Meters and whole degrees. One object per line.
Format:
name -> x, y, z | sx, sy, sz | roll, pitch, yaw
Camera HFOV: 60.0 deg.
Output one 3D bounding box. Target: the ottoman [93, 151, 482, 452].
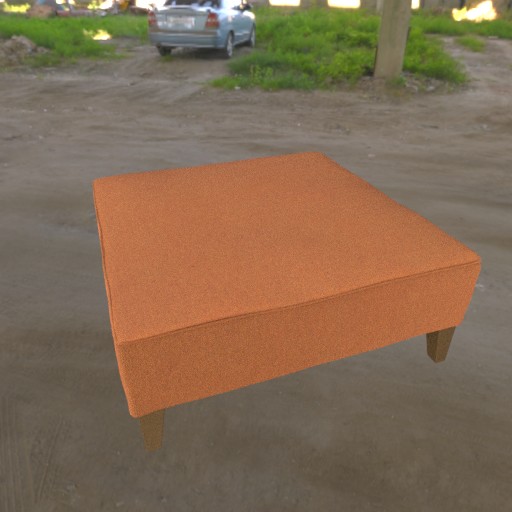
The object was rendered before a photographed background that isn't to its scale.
ottoman -> 0.000, 0.000, 1.544 | 0.999, 0.438, 0.997 | -11, 33, -17
